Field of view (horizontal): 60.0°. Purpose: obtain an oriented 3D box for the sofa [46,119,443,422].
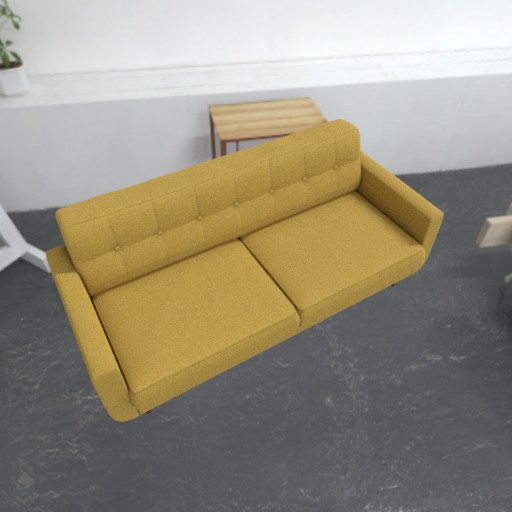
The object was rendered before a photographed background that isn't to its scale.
[{"bbox_3d":[0.000,0.000,2.504,2.029,0.841,0.909,-23,50,-21],"label":"sofa"}]
